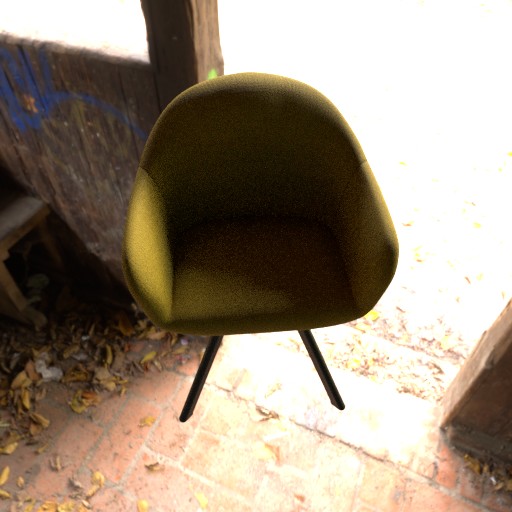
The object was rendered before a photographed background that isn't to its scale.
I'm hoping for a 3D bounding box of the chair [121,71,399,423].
[{"bbox_3d":[0.000,0.000,1.203,0.590,0.795,0.550,-3,47,-3],"label":"chair"}]
